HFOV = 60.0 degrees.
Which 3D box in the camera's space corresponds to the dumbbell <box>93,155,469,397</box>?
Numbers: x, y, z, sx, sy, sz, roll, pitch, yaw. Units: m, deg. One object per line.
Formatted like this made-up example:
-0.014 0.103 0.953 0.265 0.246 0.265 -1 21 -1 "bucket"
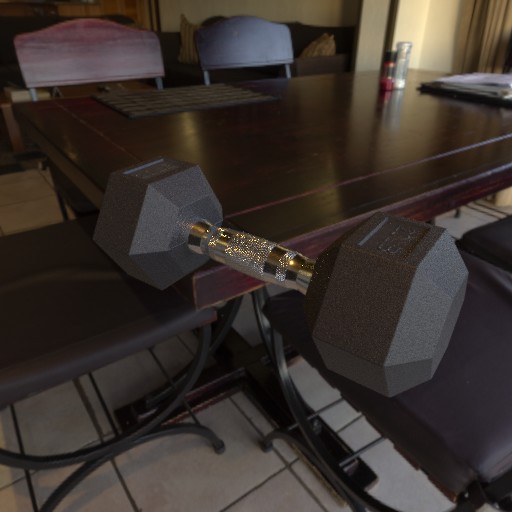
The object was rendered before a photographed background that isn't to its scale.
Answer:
0.000 0.000 0.321 0.272 0.092 0.106 20 36 30 "dumbbell"
